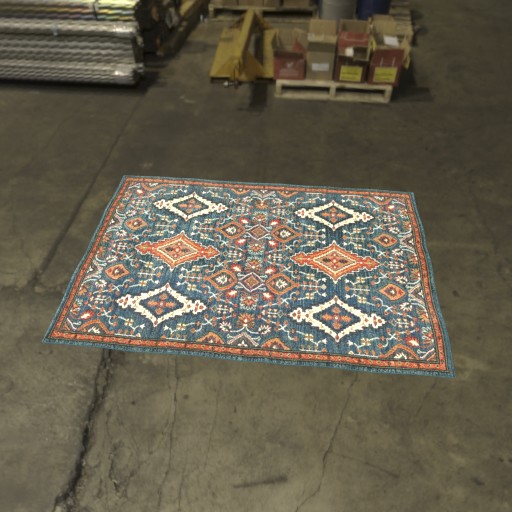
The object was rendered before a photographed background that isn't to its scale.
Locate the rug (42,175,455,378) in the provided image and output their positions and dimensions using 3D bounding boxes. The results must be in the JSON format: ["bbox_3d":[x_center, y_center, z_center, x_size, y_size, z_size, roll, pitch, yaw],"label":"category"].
[{"bbox_3d":[0.000,0.000,3.043,2.373,0.009,1.622,4,47,4],"label":"rug"}]
